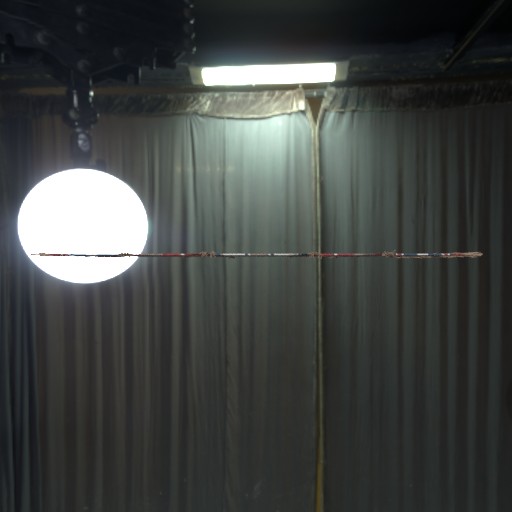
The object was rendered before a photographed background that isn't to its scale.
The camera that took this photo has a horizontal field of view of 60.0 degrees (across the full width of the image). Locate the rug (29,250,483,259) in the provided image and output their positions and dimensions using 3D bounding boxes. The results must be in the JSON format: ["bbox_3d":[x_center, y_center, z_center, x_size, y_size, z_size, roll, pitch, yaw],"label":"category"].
[{"bbox_3d":[0.000,0.000,2.554,2.025,0.040,1.469,0,0,1],"label":"rug"}]
